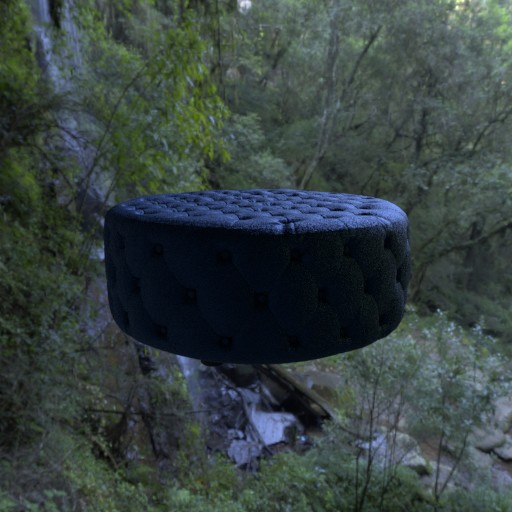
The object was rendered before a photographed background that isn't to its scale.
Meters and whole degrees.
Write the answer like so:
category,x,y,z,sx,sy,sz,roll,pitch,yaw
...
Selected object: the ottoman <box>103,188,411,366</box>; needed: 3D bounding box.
category,x,y,z,sx,sy,sz,roll,pitch,yaw
ottoman,0.000,0.000,1.524,0.998,0.398,0.998,0,14,0
